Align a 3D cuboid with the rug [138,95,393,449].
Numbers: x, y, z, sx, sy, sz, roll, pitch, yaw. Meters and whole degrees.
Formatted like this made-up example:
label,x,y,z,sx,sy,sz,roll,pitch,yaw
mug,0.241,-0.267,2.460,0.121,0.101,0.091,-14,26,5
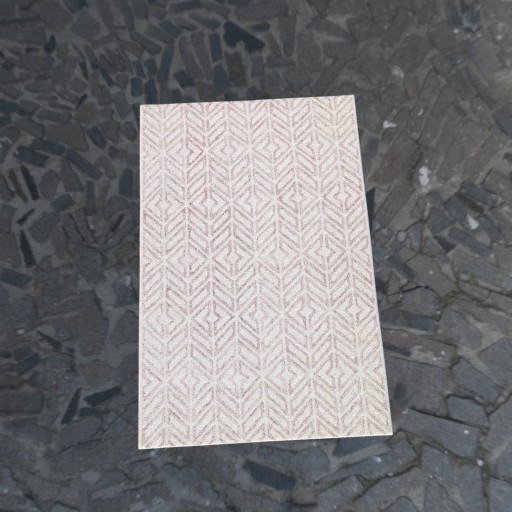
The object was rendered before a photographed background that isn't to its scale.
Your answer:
label,x,y,z,sx,sy,sz,roll,pitch,yaw
rug,0.000,0.000,2.325,1.220,0.007,1.828,-3,77,-1
